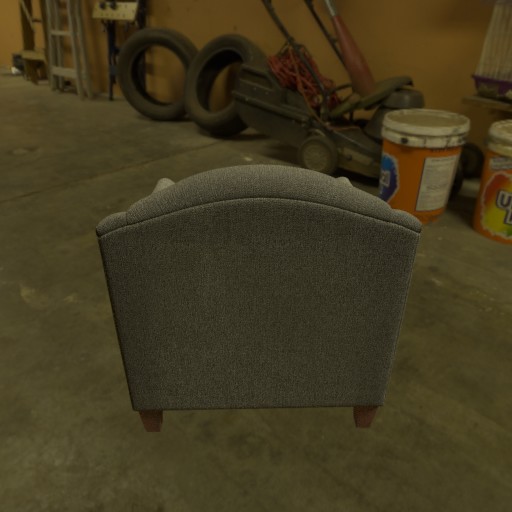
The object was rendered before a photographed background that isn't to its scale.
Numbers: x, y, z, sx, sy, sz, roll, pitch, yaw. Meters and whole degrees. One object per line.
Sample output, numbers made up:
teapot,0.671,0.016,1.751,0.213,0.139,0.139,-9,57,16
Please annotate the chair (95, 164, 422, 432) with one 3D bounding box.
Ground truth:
chair,0.000,0.000,1.487,0.763,0.839,0.787,-1,30,-1
